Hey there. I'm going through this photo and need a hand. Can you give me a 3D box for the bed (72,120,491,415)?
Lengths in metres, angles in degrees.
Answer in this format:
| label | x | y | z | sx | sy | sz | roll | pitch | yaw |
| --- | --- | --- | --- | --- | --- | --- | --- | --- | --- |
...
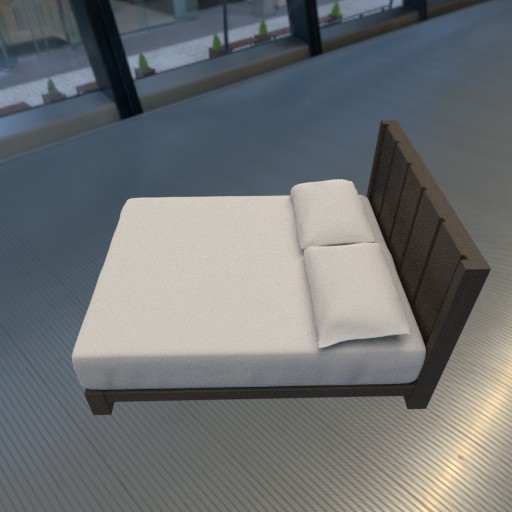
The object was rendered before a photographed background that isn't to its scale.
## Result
| label | x | y | z | sx | sy | sz | roll | pitch | yaw |
| --- | --- | --- | --- | --- | --- | --- | --- | --- | --- |
| bed | 0.000 | 0.000 | 3.197 | 2.242 | 1.270 | 1.727 | -1 | 41 | -1 |
